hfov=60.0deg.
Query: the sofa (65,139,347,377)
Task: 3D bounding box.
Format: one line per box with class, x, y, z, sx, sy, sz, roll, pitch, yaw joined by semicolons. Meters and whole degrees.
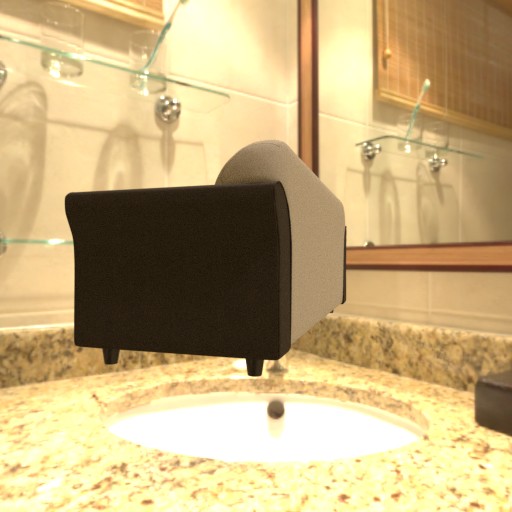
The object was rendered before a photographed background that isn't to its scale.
sofa;0.000;0.000;2.357;0.755;0.787;2.001;0;0;17
